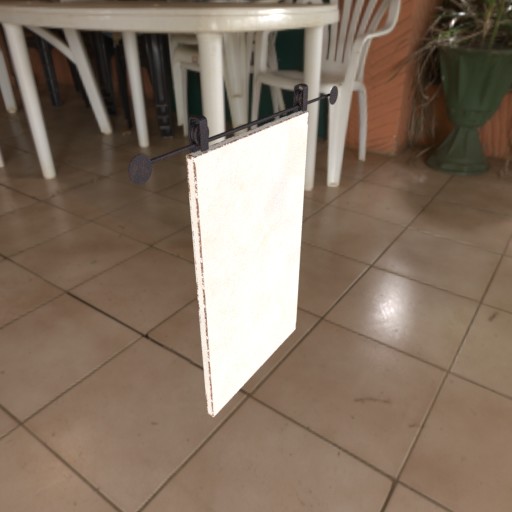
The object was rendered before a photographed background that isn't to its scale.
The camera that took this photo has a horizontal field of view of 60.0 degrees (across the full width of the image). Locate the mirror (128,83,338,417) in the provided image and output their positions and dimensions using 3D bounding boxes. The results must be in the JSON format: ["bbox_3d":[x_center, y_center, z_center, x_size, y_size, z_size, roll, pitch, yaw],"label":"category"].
[{"bbox_3d":[0.000,0.000,1.230,0.037,0.844,0.808,19,36,29],"label":"mirror"}]
